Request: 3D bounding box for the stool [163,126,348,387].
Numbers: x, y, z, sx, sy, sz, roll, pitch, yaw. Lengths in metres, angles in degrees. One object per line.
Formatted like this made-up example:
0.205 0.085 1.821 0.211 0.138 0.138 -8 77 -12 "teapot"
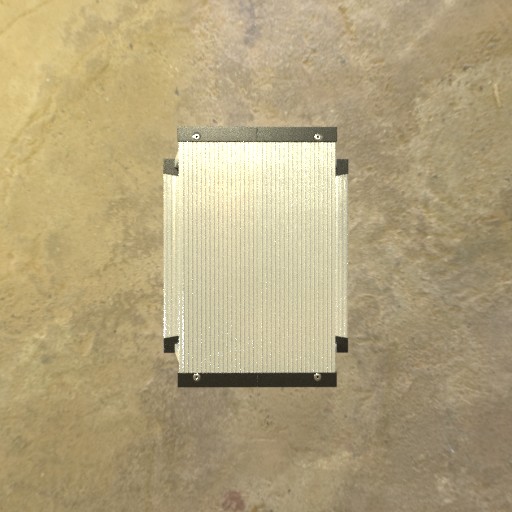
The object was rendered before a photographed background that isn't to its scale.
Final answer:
0.000 0.000 0.802 0.405 0.480 0.404 0 90 0 "stool"
